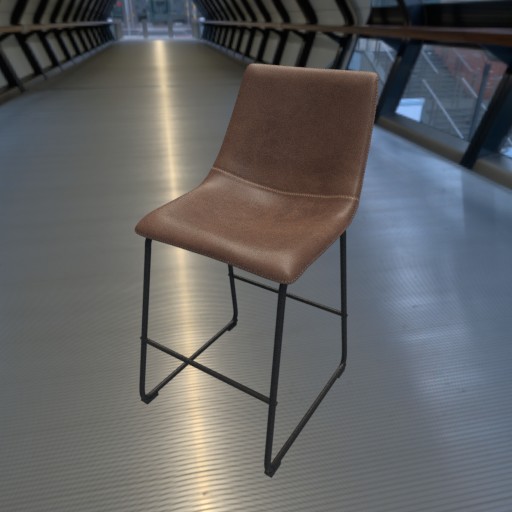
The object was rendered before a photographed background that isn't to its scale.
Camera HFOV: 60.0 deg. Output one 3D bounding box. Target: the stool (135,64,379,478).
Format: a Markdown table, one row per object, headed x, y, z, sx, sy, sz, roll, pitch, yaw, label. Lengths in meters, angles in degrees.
| x | y | z | sx | sy | sz | roll | pitch | yaw | label |
| --- | --- | --- | --- | --- | --- | --- | --- | --- | --- |
| 0.000 | 0.000 | 1.184 | 0.460 | 0.890 | 0.550 | 18 | 33 | 29 | stool |
